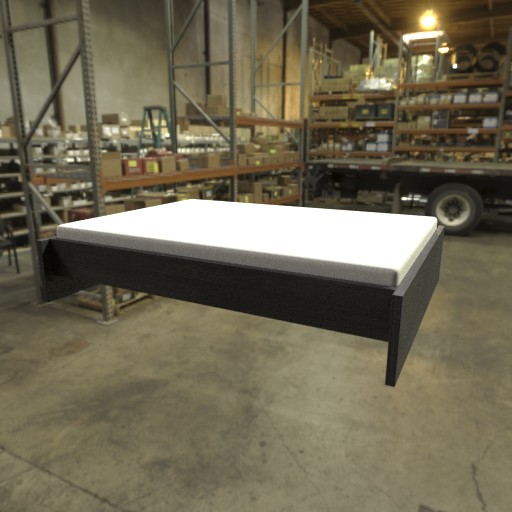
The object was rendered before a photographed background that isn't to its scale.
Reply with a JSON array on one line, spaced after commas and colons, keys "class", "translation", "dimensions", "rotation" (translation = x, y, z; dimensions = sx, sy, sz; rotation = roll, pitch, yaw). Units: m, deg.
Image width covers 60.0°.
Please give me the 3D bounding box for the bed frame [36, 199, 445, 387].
[{"class": "bed frame", "translation": [0.000, 0.000, 2.676], "dimensions": [1.950, 0.432, 1.490], "rotation": [8, 16, 27]}]
